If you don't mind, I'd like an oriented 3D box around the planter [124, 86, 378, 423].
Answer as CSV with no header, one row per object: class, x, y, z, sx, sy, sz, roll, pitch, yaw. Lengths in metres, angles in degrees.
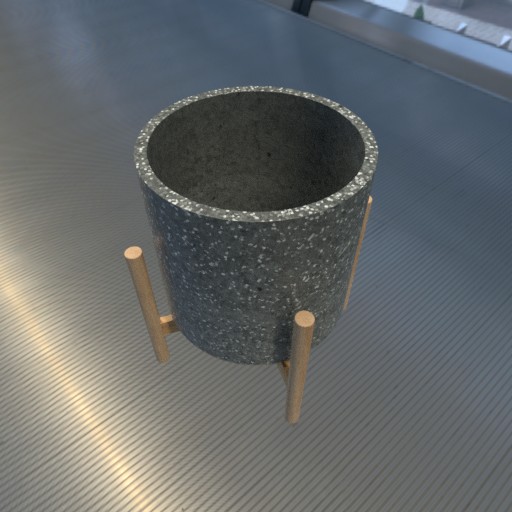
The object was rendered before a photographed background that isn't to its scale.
planter,0.000,0.000,0.710,0.360,0.419,0.360,2,46,2
